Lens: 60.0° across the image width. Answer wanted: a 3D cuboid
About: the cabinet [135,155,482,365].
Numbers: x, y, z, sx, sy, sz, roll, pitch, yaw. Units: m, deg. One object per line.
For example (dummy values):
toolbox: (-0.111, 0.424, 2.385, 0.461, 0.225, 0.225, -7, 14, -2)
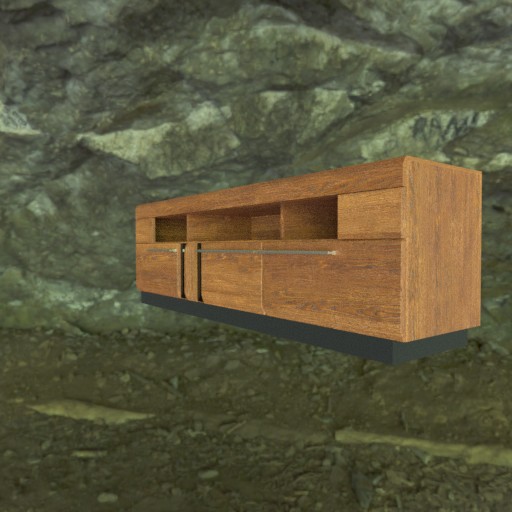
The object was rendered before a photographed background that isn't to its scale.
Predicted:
cabinet: (0.000, 0.000, 1.795, 0.419, 0.510, 1.600, -1, 2, -38)
